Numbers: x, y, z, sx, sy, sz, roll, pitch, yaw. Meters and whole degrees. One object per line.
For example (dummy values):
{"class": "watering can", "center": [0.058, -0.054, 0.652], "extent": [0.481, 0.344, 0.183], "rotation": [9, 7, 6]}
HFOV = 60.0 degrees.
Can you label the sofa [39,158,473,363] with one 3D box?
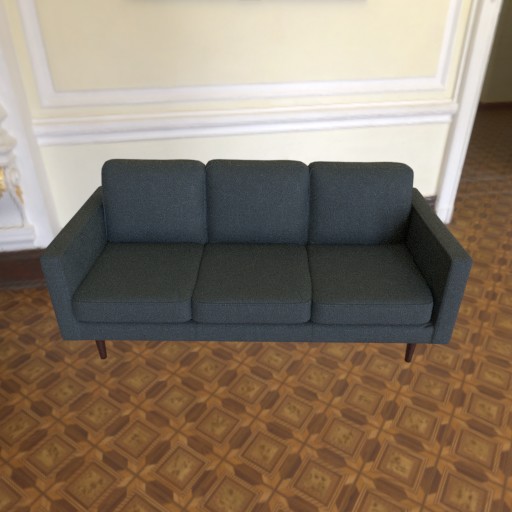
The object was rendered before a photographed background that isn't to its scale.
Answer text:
{"class": "sofa", "center": [0.000, 0.000, 2.523], "extent": [2.013, 0.945, 0.935], "rotation": [0, 31, 1]}
